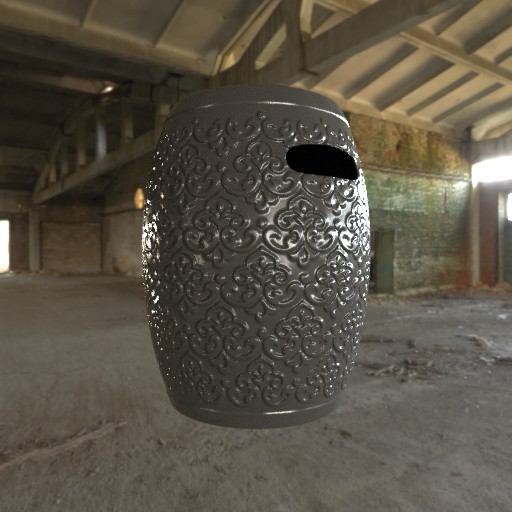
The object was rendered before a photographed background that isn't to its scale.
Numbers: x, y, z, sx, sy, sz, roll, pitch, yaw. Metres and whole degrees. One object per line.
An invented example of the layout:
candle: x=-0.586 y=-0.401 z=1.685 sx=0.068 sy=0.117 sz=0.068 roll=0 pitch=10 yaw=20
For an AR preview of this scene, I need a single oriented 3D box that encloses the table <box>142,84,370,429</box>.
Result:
table: x=0.000 y=0.000 z=0.619 sx=0.309 sy=0.397 sz=0.309 roll=0 pitch=1 yaw=0
